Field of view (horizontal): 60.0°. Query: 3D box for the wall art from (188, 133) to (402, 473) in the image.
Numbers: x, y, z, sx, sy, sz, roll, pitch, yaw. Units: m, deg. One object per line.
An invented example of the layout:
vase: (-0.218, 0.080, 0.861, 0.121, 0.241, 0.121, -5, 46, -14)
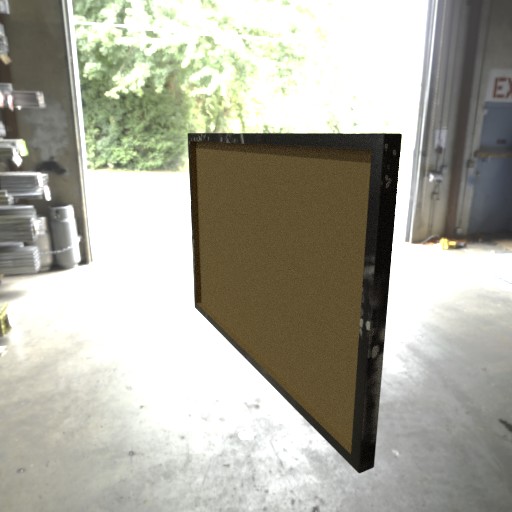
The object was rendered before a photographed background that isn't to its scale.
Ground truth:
wall art: (0.000, 0.000, 1.140, 0.038, 0.609, 0.914, -8, 17, -26)
